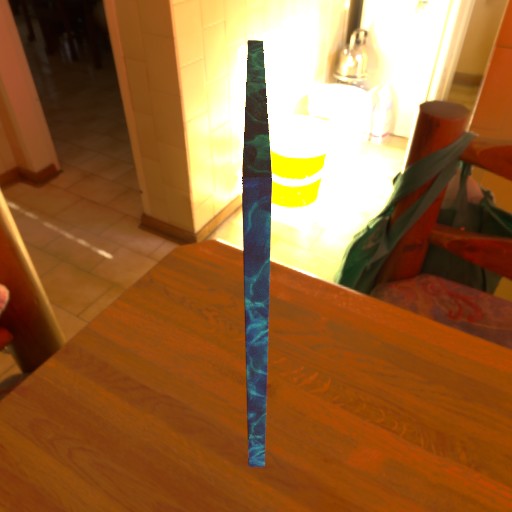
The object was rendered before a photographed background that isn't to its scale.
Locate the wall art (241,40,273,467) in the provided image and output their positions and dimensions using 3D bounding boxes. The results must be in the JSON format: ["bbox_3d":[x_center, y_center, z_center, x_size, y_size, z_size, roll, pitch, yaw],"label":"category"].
[{"bbox_3d":[0.000,0.000,1.011,0.038,0.760,0.609,0,40,0],"label":"wall art"}]
